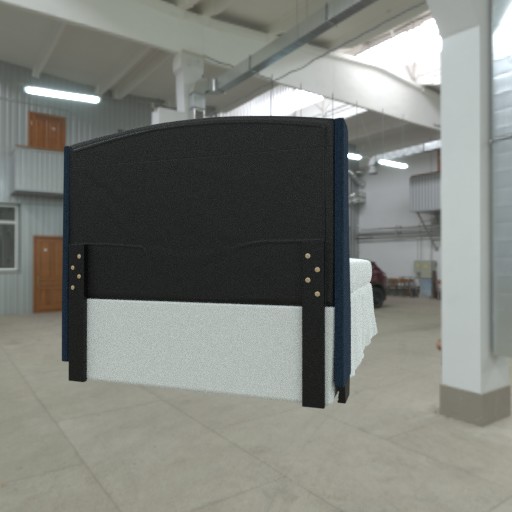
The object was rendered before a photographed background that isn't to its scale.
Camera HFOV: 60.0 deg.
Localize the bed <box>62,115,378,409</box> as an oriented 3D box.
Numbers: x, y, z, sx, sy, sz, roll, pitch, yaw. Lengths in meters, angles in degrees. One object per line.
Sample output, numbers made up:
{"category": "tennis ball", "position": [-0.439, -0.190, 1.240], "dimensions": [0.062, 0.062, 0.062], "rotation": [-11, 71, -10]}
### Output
{"category": "bed", "position": [0.000, 0.000, 3.285], "dimensions": [1.604, 1.402, 2.223], "rotation": [0, 0, 19]}
